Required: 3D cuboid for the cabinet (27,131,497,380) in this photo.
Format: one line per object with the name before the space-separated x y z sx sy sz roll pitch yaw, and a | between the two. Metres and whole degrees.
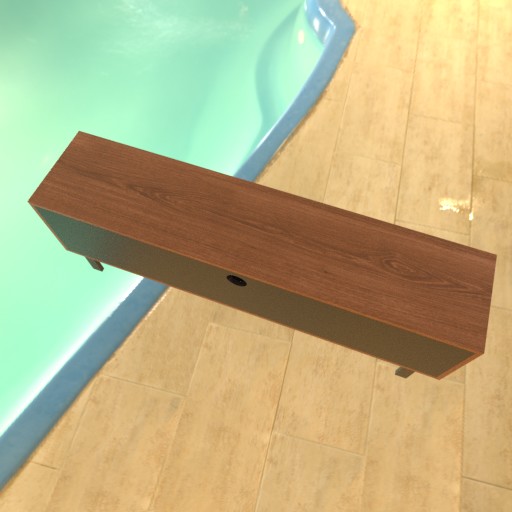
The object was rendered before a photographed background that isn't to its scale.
cabinet | 0.000 0.000 1.810 1.650 0.500 0.400 18 64 9
